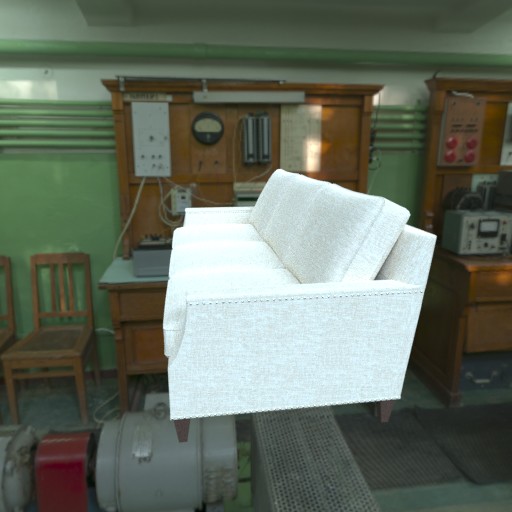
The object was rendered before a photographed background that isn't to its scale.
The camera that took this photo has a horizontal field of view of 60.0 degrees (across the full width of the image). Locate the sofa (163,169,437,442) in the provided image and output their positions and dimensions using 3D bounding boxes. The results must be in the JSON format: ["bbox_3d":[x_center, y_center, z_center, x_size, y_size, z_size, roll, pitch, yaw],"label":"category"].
[{"bbox_3d":[0.000,0.000,2.734,1.041,0.940,2.210,-2,15,-9],"label":"sofa"}]
